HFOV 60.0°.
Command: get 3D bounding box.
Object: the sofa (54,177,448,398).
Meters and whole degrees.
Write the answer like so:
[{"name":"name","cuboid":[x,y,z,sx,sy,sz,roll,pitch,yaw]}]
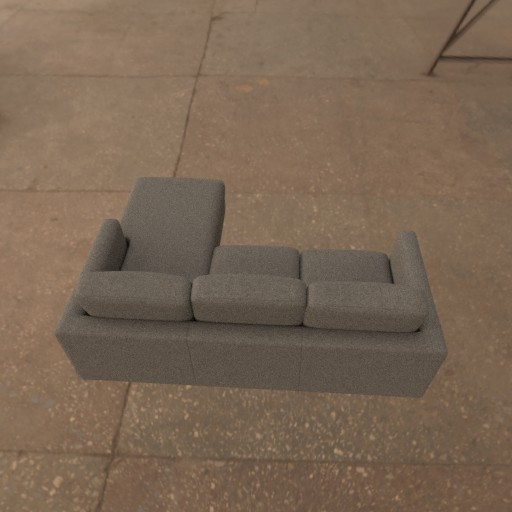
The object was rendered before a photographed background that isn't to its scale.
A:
[{"name":"sofa","cuboid":[0.000,0.000,3.011,2.055,0.957,1.667,2,47,2]}]
